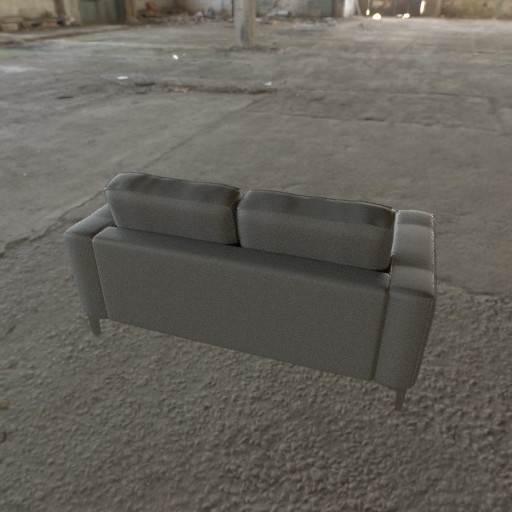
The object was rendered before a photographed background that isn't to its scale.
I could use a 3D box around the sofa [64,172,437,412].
[{"bbox_3d":[0.000,0.000,2.311,1.726,0.893,0.833,10,32,16],"label":"sofa"}]
